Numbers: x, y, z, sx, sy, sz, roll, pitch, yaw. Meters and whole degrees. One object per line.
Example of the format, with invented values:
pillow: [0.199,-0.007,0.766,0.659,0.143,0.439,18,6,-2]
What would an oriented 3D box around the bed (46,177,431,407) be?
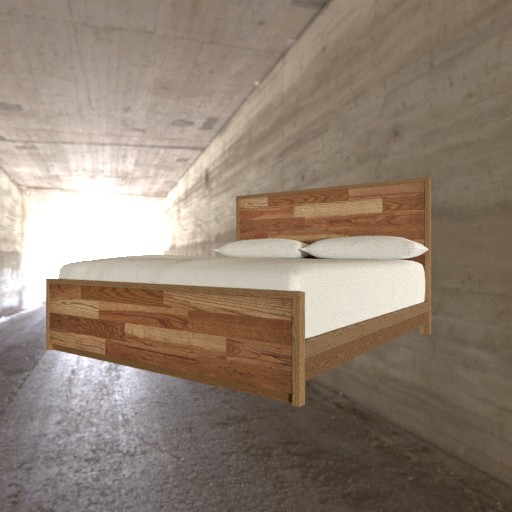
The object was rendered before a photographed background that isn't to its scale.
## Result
bed: [0.000,0.000,3.370,2.013,1.295,2.184,0,0,35]
